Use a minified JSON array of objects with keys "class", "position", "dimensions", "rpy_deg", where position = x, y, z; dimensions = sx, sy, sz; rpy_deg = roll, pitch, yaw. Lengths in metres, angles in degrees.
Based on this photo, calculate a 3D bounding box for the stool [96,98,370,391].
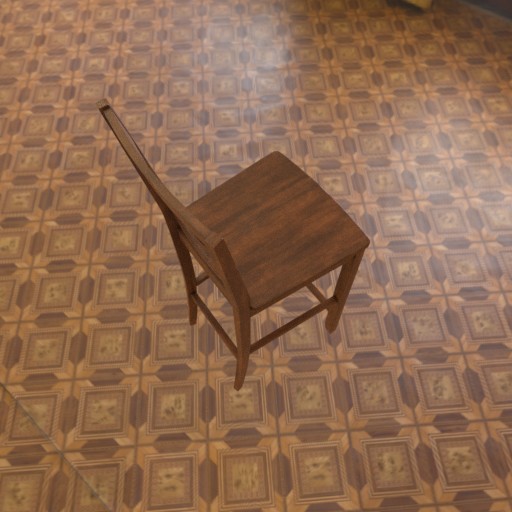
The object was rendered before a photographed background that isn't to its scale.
[{"class":"stool","position":[0.000,0.000,1.334],"dimensions":[0.504,1.098,0.426],"rpy_deg":[-32,64,-18]}]
